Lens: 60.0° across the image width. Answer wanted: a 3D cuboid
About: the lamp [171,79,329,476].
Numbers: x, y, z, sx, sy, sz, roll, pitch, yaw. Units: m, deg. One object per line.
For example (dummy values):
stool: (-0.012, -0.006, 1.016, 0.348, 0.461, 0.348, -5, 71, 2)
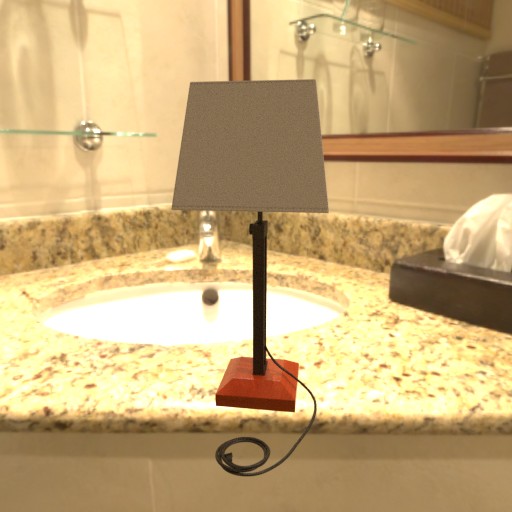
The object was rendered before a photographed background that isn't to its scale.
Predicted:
lamp: (0.000, 0.000, 0.988, 0.310, 0.737, 0.498, 2, 14, 8)
